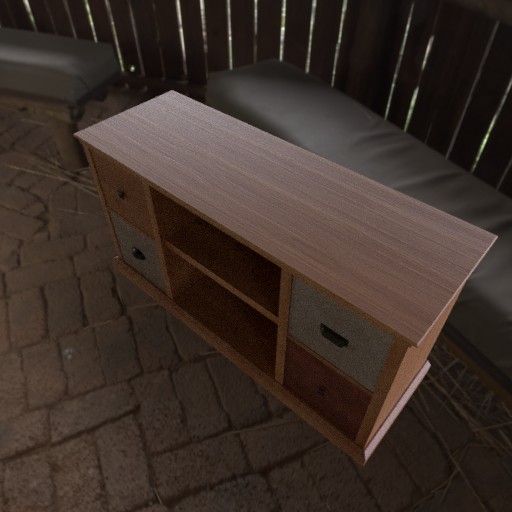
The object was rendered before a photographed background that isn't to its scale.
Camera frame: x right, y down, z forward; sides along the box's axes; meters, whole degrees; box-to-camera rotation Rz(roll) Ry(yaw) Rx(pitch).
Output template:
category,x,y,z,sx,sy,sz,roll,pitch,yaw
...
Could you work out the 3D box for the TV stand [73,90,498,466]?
category,x,y,z,sx,sy,sz,roll,pitch,yaw
TV stand,0.000,0.000,1.435,1.181,0.607,0.417,32,53,28
